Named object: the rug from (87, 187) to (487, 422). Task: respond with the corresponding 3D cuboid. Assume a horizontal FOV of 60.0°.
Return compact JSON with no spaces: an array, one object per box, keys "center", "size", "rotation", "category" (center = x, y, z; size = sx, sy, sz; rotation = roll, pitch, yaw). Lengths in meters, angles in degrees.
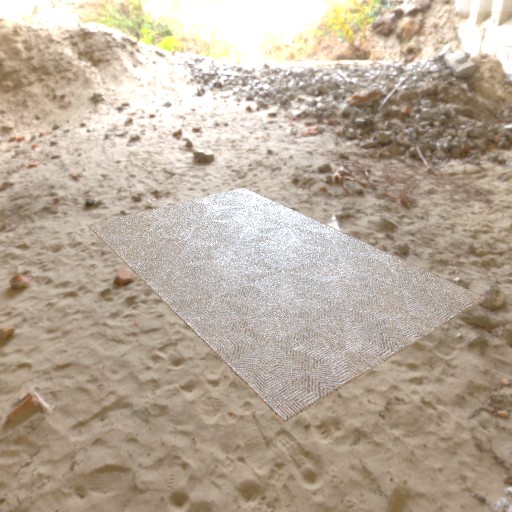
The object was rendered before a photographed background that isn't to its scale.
[{"center":[0.000,0.000,3.018],"size":[1.519,0.007,2.428],"rotation":[-19,33,-32],"category":"rug"}]
